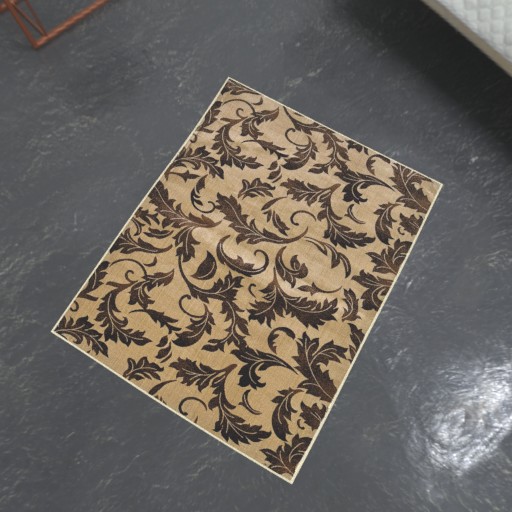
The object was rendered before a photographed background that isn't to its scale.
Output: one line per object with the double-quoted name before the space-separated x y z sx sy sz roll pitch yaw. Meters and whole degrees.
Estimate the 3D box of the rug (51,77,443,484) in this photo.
"rug" 0.000 0.000 3.990 2.380 0.008 2.977 29 77 8
